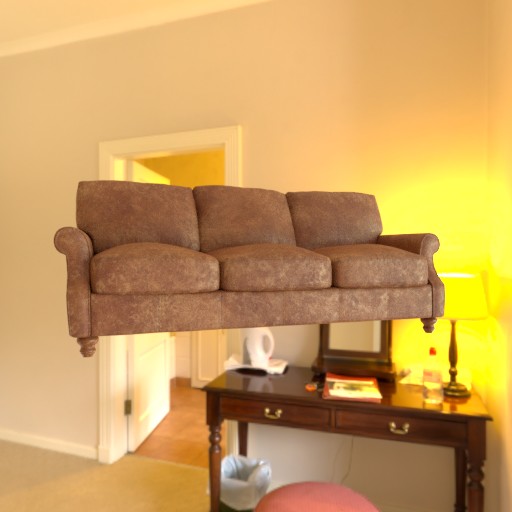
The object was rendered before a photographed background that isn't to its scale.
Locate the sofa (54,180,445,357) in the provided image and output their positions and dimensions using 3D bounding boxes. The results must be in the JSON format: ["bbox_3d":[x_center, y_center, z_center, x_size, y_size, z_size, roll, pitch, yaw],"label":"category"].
[{"bbox_3d":[0.000,0.000,2.871,2.351,0.977,0.973,0,0,-18],"label":"sofa"}]
